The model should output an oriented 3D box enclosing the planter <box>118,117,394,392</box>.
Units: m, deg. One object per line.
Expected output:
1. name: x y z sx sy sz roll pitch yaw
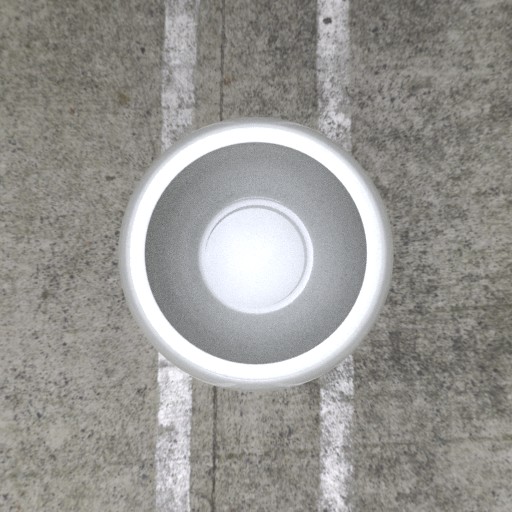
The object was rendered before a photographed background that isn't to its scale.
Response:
1. planter: 0.000 0.000 0.445 0.222 0.278 0.222 0 89 0
